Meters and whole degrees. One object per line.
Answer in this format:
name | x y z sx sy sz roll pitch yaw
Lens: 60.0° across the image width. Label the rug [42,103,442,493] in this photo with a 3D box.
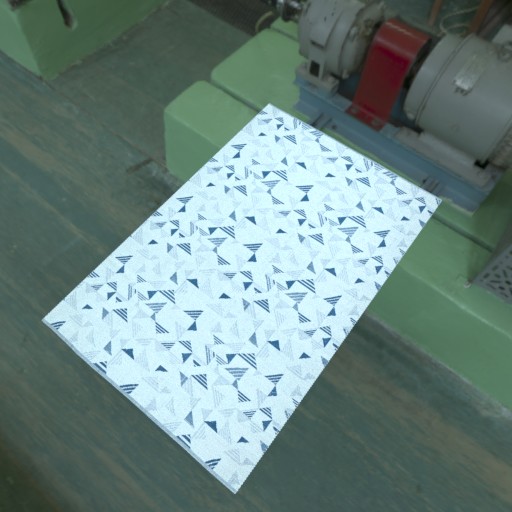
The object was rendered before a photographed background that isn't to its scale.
rug | 0.000 0.000 2.302 1.206 0.003 1.835 35 68 16
